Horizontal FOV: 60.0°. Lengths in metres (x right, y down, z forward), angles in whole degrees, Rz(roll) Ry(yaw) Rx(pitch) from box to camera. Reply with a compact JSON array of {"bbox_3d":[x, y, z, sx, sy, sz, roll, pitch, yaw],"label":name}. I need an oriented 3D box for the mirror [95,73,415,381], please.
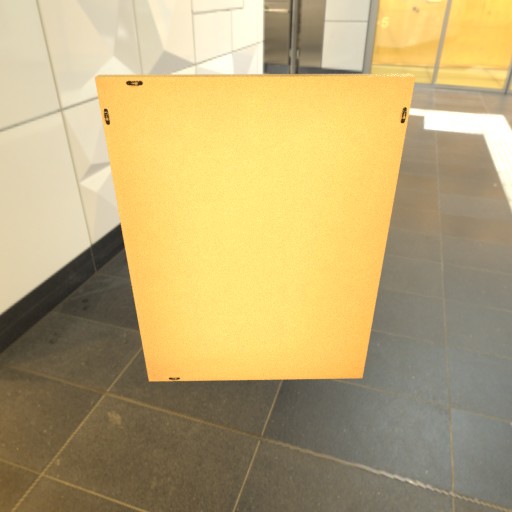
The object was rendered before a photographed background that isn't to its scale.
[{"bbox_3d":[0.000,0.000,1.330,0.762,1.016,0.040,-1,31,-1],"label":"mirror"}]
